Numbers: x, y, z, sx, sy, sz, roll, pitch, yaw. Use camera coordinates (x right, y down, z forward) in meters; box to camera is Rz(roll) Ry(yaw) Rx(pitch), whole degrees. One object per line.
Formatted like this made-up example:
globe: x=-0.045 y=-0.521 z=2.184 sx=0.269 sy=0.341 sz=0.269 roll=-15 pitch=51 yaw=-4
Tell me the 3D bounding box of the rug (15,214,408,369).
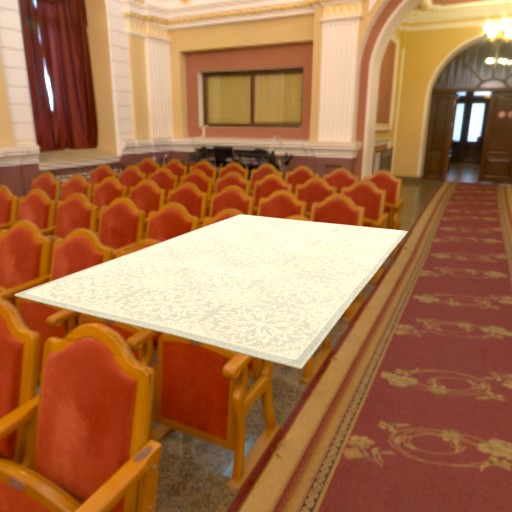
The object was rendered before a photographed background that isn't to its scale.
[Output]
rug: x=0.000 y=0.000 z=2.277 sx=1.219 sy=0.012 sz=1.840 roll=8 pitch=18 yaw=26
